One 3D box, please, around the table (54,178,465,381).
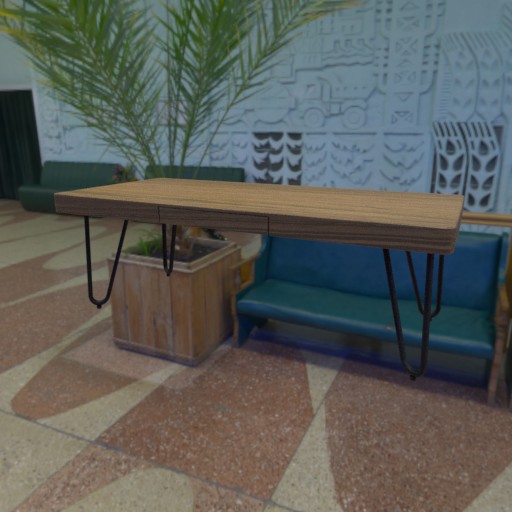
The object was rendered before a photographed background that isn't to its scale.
[{"bbox_3d":[0.000,0.000,1.683,1.375,0.468,0.637,8,18,25],"label":"table"}]
